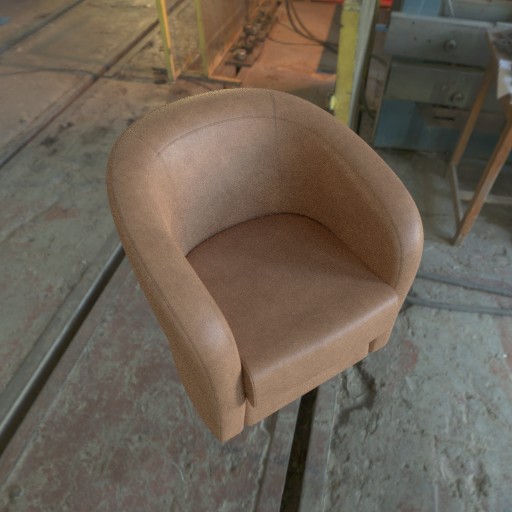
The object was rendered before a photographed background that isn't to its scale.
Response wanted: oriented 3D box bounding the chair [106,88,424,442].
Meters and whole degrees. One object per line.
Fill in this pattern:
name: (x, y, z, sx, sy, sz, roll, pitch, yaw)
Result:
chair: (0.000, 0.000, 1.438, 0.791, 0.771, 0.815, -24, 51, -21)
